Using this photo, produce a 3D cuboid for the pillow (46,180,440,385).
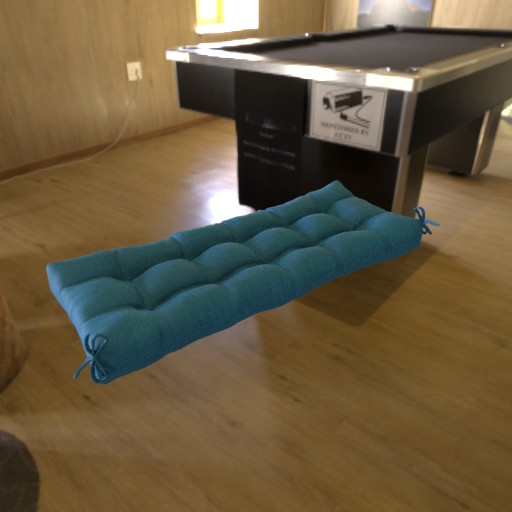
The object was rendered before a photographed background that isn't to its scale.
[{"bbox_3d":[0.000,0.000,1.357,1.194,0.174,0.511,-20,37,-29],"label":"pillow"}]
